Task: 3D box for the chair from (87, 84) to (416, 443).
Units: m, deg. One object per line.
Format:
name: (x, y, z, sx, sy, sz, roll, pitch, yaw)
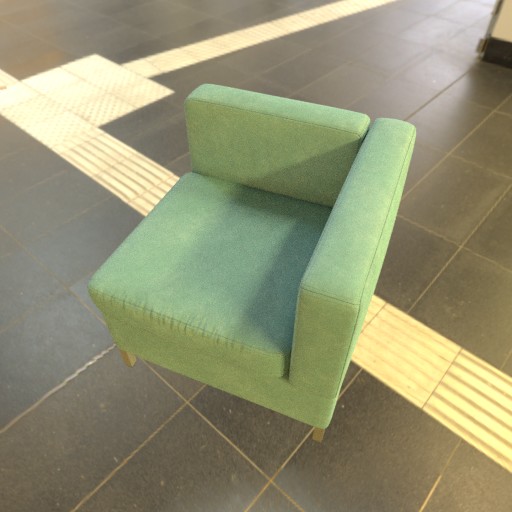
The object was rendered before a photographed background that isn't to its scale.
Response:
chair: (0.000, 0.000, 1.268, 0.680, 0.660, 0.680, 17, 49, 15)
